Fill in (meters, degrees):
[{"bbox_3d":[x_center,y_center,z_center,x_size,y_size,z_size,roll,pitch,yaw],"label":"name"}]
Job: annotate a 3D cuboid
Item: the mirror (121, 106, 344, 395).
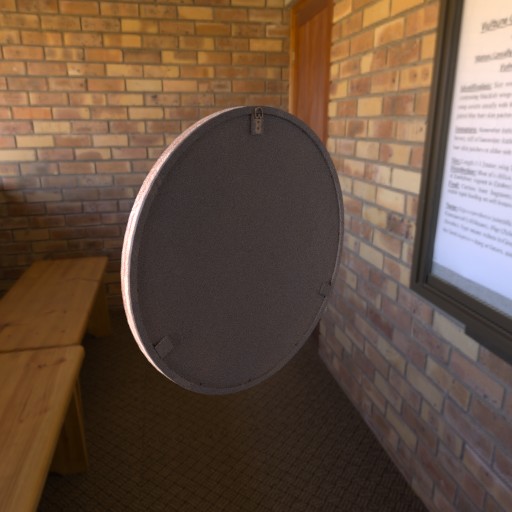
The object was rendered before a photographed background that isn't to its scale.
[{"bbox_3d":[0.000,0.000,1.108,0.710,0.710,0.038,-15,23,-42],"label":"mirror"}]
